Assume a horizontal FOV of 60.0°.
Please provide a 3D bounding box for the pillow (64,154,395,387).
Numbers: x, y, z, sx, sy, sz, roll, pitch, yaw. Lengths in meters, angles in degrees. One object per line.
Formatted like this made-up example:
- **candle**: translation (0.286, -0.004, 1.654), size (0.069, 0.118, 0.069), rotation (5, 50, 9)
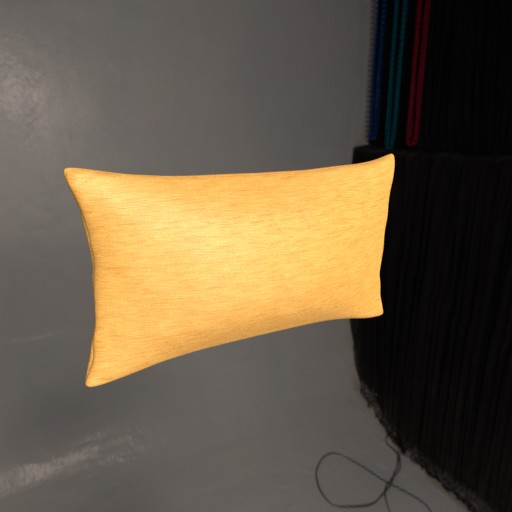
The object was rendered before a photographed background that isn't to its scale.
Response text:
- **pillow**: translation (0.000, 0.000, 0.820), size (0.634, 0.354, 0.210), rotation (-8, 18, -27)
